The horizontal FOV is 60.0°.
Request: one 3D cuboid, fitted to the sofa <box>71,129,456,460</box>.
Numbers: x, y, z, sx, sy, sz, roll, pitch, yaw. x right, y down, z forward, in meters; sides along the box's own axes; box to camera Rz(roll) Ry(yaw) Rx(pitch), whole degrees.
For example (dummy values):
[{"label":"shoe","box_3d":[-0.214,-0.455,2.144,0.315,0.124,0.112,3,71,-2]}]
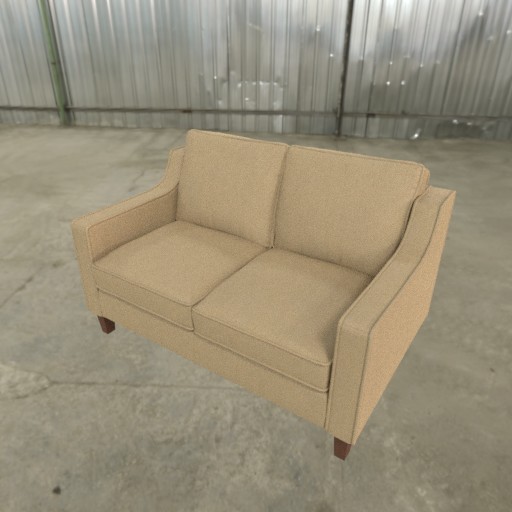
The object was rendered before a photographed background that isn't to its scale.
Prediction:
[{"label":"sofa","box_3d":[0.000,0.000,2.143,1.501,0.971,0.987,18,33,29]}]
